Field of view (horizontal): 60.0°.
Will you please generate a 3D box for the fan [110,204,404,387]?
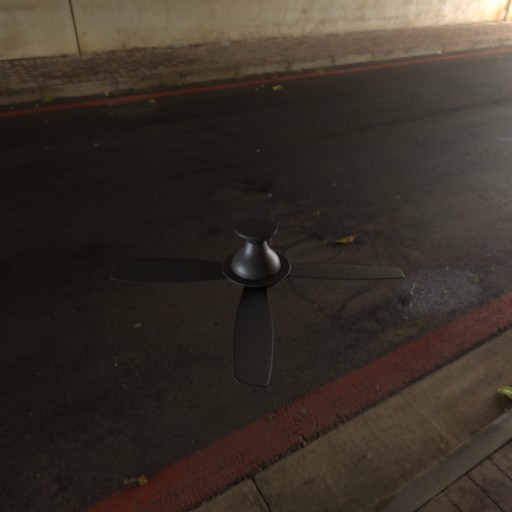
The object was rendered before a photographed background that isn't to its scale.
[{"bbox_3d":[0.000,0.000,2.523,1.694,0.382,1.694,1,33,1],"label":"fan"}]
